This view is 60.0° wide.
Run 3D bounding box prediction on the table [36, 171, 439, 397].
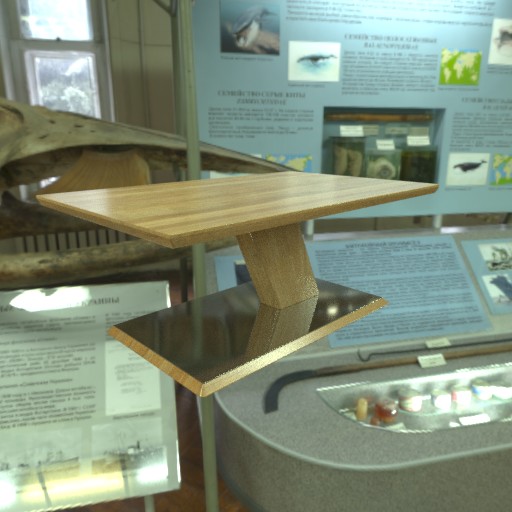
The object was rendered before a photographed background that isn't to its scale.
[{"bbox_3d":[0.000,0.000,1.468,1.100,0.441,0.692,-15,22,-42],"label":"table"}]
